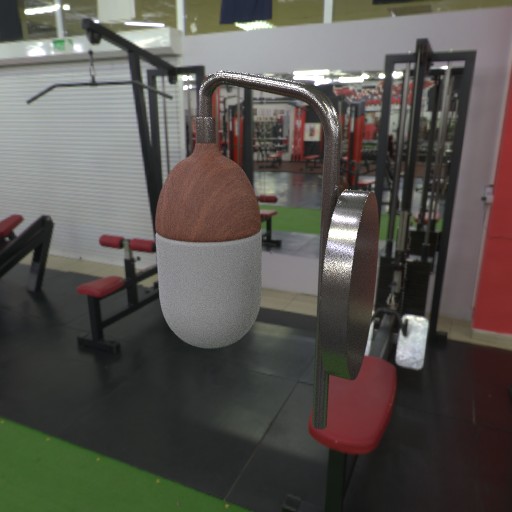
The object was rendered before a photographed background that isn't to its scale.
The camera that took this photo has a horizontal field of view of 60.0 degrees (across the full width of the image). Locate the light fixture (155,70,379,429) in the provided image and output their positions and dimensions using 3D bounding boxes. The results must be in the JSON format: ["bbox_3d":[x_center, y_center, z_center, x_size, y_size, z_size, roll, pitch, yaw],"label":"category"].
[{"bbox_3d":[0.000,0.000,0.438,0.216,0.343,0.108,8,18,25],"label":"light fixture"}]
